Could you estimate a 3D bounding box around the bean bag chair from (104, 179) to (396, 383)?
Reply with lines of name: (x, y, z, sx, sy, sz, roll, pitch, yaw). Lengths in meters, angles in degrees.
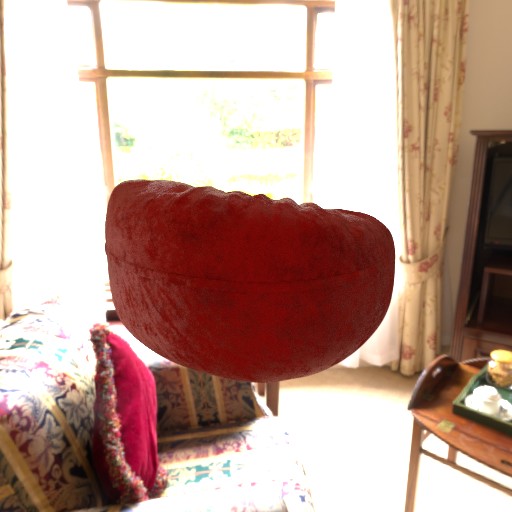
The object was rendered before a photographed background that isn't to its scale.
bean bag chair: (0.000, 0.000, 2.459, 1.524, 0.878, 1.524, -14, 20, -43)
